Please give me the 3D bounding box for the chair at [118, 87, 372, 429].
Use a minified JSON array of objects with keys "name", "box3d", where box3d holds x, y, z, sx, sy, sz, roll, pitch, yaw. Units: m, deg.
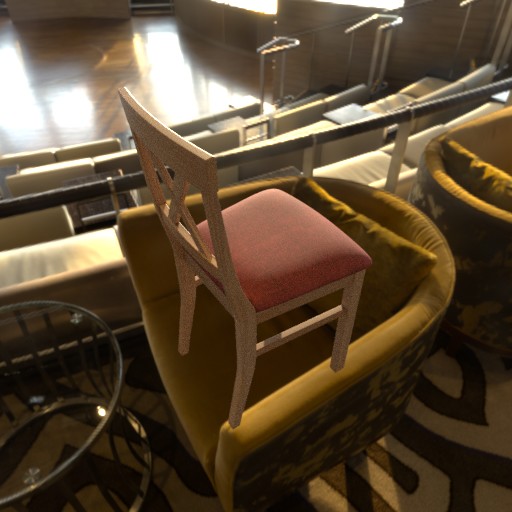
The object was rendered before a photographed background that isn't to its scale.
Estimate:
[{"name":"chair","box3d":[0.000,0.000,1.222,0.492,0.912,0.439,-25,47,-26]}]
